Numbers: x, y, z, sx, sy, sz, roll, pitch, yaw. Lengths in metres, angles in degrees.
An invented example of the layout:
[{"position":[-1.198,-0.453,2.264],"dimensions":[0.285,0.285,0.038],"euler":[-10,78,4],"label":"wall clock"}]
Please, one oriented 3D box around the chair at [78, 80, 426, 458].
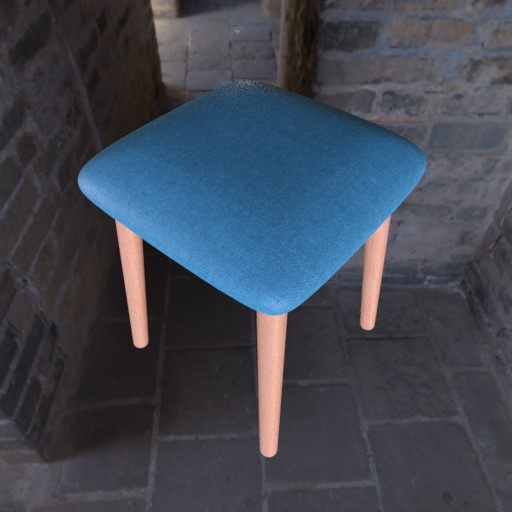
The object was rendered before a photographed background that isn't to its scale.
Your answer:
[{"position":[0.000,0.000,0.713],"dimensions":[0.360,0.450,0.360],"euler":[31,54,26],"label":"chair"}]
